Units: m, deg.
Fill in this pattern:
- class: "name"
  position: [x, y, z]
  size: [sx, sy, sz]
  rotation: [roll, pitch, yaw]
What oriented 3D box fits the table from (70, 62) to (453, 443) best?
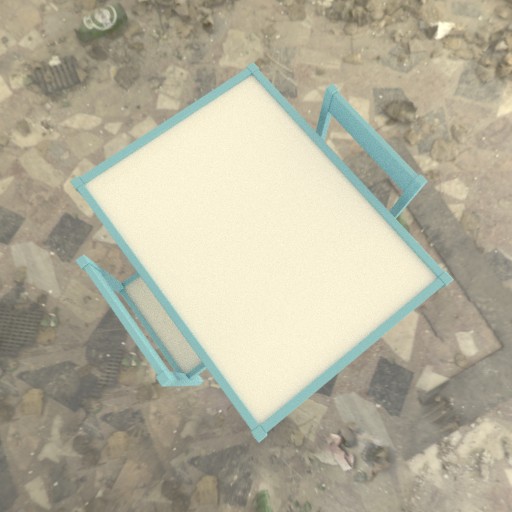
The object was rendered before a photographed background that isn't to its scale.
- class: "table"
  position: [0.000, 0.000, 1.085]
  size: [0.633, 0.503, 0.639]
  rotation: [-37, 77, -10]
